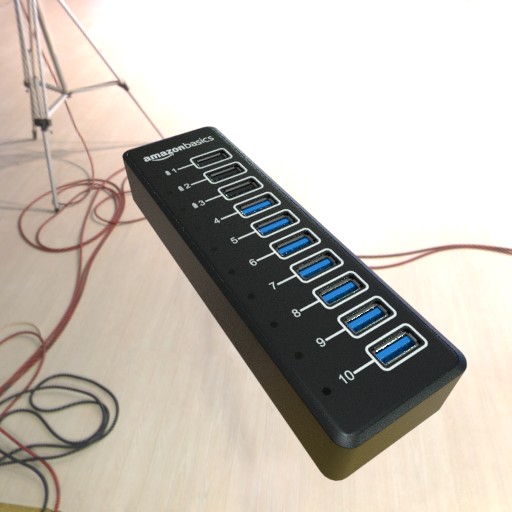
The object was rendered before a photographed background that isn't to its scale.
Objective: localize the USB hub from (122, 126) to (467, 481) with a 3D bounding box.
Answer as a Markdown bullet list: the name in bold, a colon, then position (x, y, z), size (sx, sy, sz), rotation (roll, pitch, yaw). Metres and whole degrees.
- **USB hub**: position (0.000, 0.000, 0.158), size (0.044, 0.023, 0.145), rotation (-24, 51, -22)
